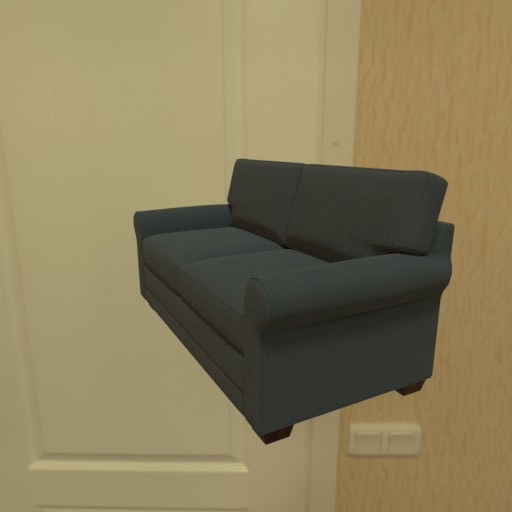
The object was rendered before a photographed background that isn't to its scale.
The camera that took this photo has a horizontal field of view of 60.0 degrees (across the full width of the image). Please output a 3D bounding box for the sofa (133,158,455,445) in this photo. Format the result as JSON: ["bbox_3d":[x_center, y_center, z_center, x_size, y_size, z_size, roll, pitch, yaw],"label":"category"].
[{"bbox_3d":[0.000,0.000,2.508,0.940,1.020,1.930,-7,16,-27],"label":"sofa"}]
